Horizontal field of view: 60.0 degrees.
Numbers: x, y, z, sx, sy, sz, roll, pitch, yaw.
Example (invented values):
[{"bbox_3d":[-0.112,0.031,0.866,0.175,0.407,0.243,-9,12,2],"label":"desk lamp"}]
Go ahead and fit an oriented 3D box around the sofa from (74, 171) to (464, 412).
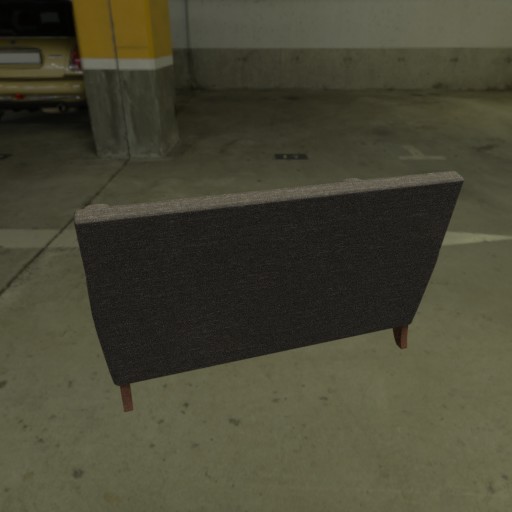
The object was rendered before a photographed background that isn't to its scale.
[{"bbox_3d":[0.000,0.000,2.090,1.509,0.905,0.867,-8,28,-16],"label":"sofa"}]
